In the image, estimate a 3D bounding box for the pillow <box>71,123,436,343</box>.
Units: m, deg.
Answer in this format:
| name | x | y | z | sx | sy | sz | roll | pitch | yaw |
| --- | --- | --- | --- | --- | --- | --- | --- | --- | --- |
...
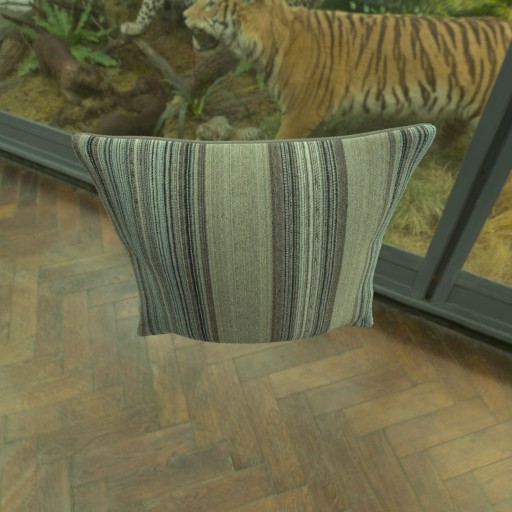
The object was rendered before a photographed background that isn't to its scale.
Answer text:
| name | x | y | z | sx | sy | sz | roll | pitch | yaw |
| --- | --- | --- | --- | --- | --- | --- | --- | --- | --- |
| pillow | 0.000 | 0.000 | 0.663 | 0.435 | 0.416 | 0.189 | -2 | 46 | -2 |
